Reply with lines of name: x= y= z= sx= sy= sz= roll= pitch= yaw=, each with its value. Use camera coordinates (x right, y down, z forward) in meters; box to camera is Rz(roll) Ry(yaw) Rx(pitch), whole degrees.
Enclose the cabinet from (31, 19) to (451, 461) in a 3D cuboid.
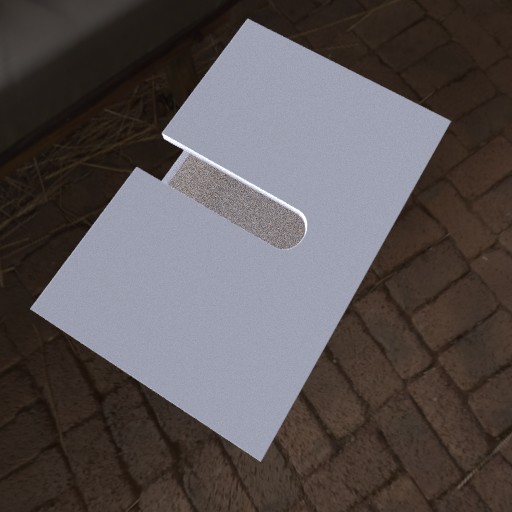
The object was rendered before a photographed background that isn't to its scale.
cabinet: x=0.000 y=0.000 z=0.933 sx=0.400 sy=0.522 sz=0.600 roll=30 pitch=77 yaw=8
